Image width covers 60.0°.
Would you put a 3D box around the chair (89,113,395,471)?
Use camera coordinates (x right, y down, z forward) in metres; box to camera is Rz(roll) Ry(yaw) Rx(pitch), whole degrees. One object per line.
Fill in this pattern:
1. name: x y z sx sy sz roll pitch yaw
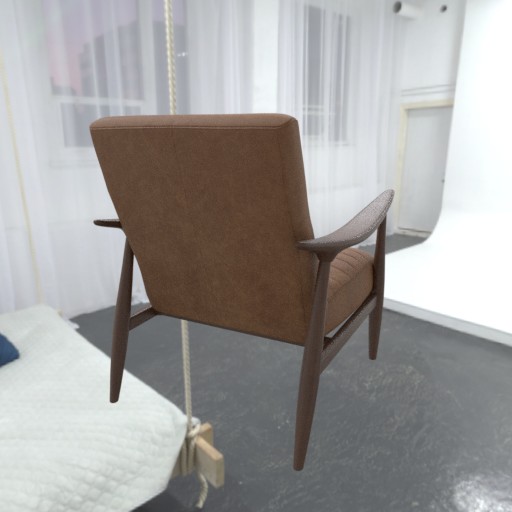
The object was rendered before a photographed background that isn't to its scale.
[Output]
1. chair: 0.000 0.000 1.421 0.741 0.832 0.798 7 16 27
